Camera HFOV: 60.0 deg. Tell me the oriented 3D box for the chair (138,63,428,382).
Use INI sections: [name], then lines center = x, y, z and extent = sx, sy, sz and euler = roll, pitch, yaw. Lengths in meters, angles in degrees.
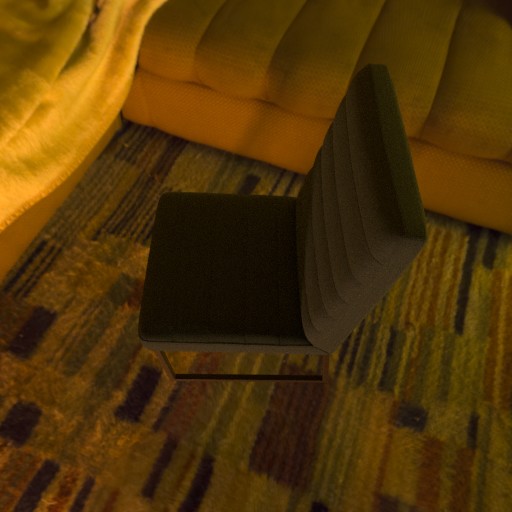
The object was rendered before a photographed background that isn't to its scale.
[chair]
center = 0.000, 0.000, 1.288
extent = 0.634, 0.930, 0.520
euler = 0, 58, 0
